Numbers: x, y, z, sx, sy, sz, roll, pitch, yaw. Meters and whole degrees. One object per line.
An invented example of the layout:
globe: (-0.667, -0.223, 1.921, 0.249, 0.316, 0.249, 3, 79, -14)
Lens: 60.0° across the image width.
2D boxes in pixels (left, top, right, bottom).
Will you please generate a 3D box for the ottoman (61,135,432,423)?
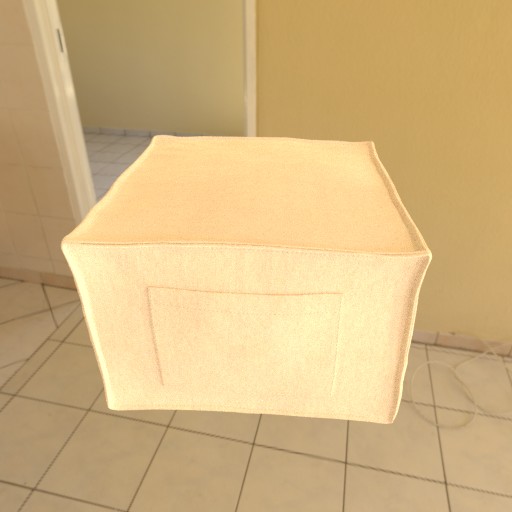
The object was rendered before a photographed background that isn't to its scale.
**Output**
ottoman: (0.000, 0.000, 1.180, 0.707, 0.470, 0.696, 2, 31, 3)
